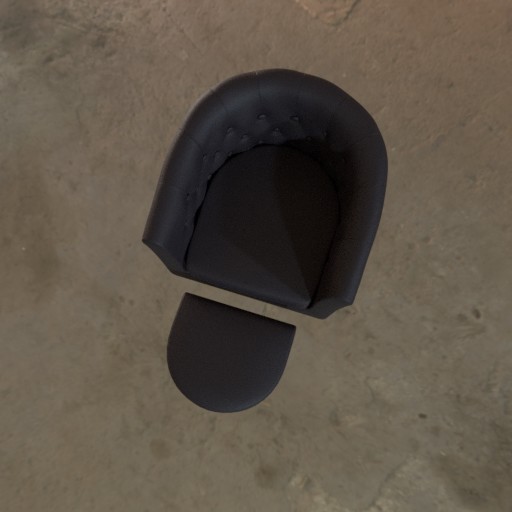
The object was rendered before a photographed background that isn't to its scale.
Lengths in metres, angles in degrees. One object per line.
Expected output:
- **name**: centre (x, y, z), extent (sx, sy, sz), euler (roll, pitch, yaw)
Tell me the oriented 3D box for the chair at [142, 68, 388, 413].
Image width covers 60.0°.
- **chair**: centre (0.000, 0.000, 1.717), extent (0.763, 0.760, 1.191), euler (17, 75, 4)
